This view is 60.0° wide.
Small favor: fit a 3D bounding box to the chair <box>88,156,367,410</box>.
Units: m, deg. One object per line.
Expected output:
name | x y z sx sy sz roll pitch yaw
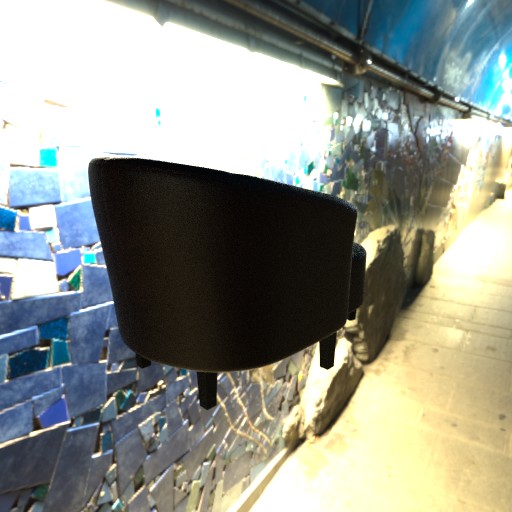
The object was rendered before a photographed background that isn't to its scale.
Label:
chair | 0.000 0.000 1.676 0.737 0.755 1.176 13 19 43
